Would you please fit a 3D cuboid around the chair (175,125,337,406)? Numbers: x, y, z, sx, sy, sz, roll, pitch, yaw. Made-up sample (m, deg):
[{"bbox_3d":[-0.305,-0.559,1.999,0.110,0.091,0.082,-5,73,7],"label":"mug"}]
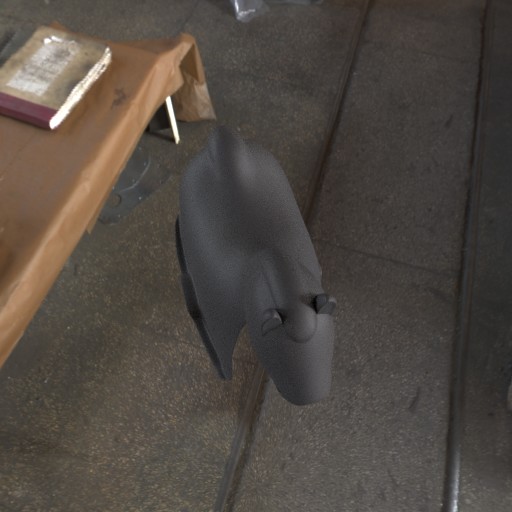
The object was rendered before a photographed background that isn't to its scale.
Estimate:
[{"bbox_3d":[0.000,0.000,1.147,0.429,0.612,0.800,-15,64,-8],"label":"chair"}]
